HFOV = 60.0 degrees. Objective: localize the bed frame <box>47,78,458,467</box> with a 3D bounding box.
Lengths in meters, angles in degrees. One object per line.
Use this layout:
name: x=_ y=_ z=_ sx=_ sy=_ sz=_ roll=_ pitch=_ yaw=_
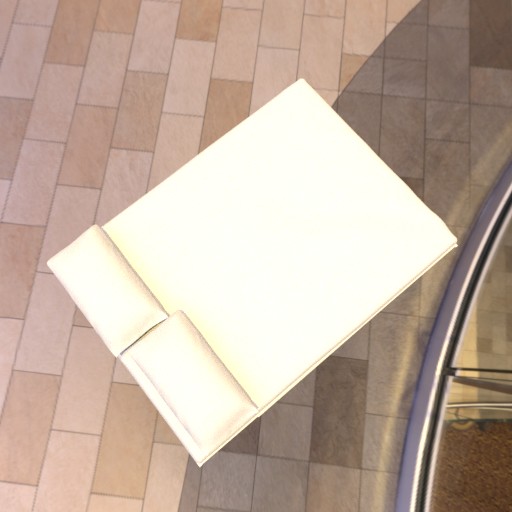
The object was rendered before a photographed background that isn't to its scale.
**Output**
bed frame: x=0.000 y=0.000 z=2.652 sx=1.950 sy=0.629 sz=1.450 roll=-39 pitch=80 yaw=-8
